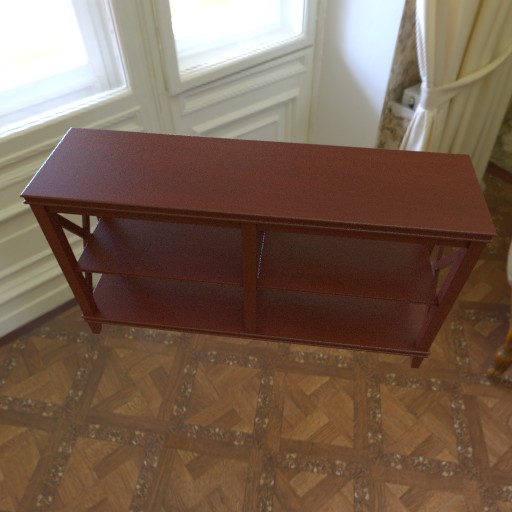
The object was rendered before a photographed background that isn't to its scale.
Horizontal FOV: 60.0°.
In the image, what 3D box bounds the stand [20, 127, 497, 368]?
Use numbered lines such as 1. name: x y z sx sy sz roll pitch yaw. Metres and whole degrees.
1. stand: 0.000 0.000 1.670 1.372 0.762 0.381 5 48 5
